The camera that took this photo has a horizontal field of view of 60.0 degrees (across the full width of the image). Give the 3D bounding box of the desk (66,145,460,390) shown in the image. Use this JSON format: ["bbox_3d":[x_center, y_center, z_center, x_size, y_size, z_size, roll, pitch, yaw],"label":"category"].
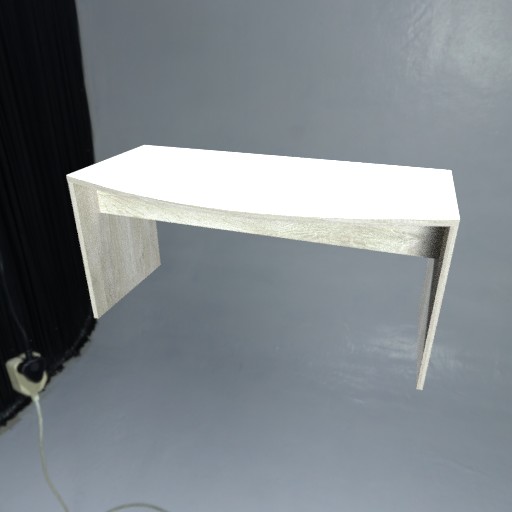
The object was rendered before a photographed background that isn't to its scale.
[{"bbox_3d":[0.000,0.000,2.076,1.600,0.752,0.802,9,28,17],"label":"desk"}]
